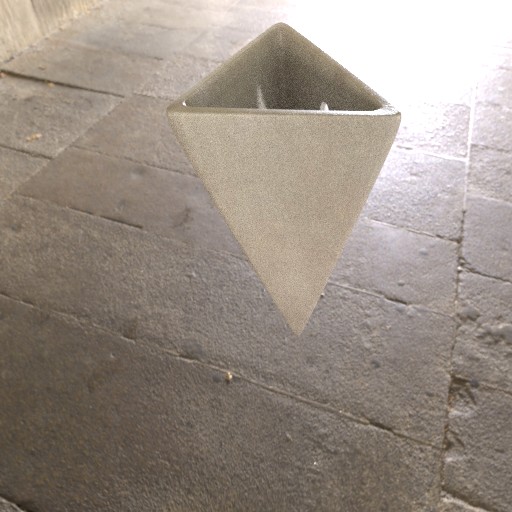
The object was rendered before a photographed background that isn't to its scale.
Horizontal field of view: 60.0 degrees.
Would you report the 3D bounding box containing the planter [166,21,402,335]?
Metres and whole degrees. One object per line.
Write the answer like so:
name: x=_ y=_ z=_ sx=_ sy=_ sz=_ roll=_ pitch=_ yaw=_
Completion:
planter: x=0.000 y=0.000 z=0.269 sx=0.081 sy=0.224 sz=0.101 roll=-19 pitch=50 yaw=-16
